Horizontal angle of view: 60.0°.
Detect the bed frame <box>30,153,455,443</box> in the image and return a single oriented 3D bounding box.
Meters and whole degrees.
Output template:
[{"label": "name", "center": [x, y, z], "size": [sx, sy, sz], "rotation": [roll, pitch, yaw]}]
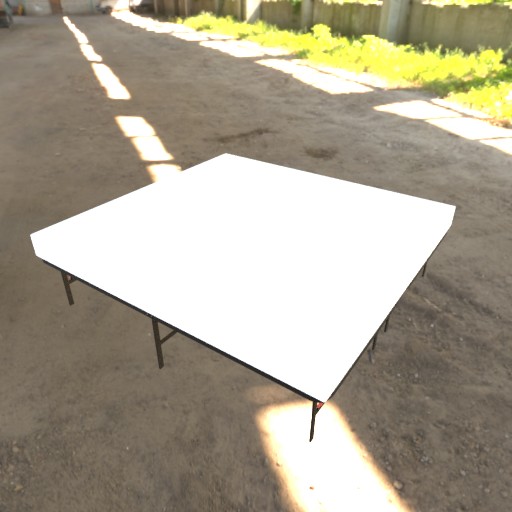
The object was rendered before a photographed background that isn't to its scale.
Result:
[{"label": "bed frame", "center": [0.000, 0.000, 3.035], "size": [2.032, 0.559, 1.930], "rotation": [20, 36, 29]}]
